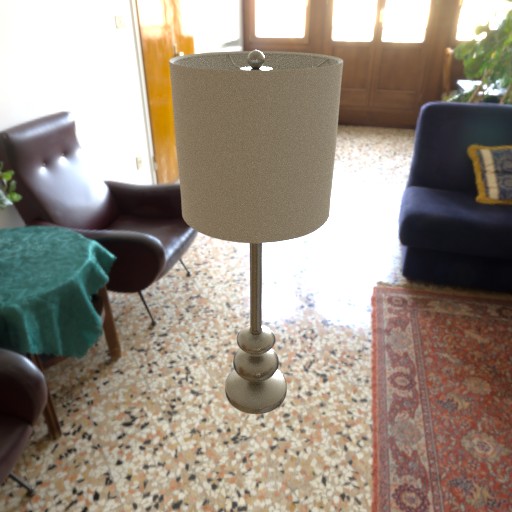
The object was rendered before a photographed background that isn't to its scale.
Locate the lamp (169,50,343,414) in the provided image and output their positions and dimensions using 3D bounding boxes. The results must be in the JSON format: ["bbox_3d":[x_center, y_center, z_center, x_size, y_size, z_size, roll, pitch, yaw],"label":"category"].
[{"bbox_3d":[0.000,0.000,0.816,0.254,0.690,0.254,-11,32,-19],"label":"lamp"}]
